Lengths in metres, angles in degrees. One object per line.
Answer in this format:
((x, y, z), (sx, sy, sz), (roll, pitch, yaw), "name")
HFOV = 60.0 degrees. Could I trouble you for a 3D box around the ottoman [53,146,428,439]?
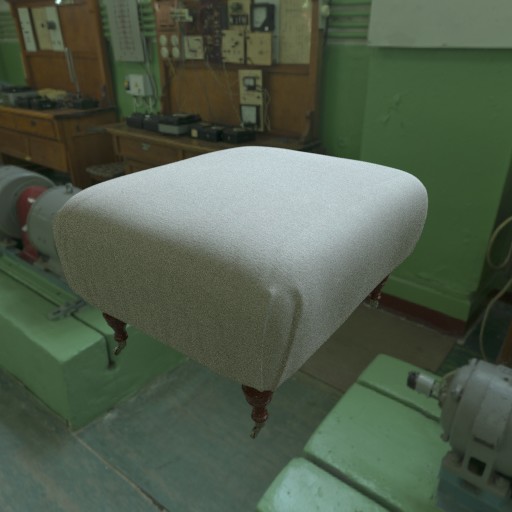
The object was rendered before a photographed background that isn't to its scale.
((0.000, 0.000, 1.120), (0.639, 0.450, 0.746), (18, 31, 32), "ottoman")
